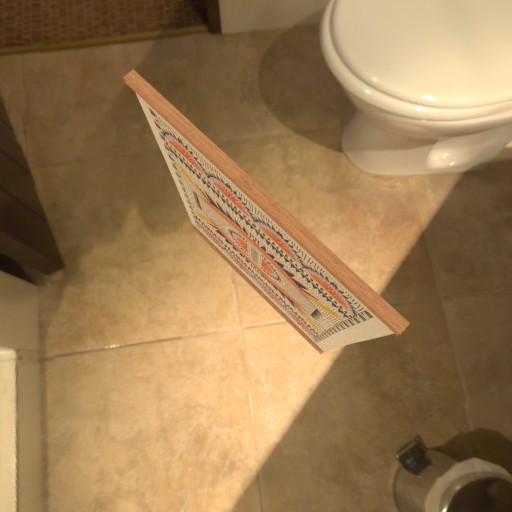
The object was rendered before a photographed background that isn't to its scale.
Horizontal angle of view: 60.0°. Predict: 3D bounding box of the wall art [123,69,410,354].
[{"bbox_3d":[0.000,0.000,1.361,0.765,1.016,0.028,44,80,10],"label":"wall art"}]
